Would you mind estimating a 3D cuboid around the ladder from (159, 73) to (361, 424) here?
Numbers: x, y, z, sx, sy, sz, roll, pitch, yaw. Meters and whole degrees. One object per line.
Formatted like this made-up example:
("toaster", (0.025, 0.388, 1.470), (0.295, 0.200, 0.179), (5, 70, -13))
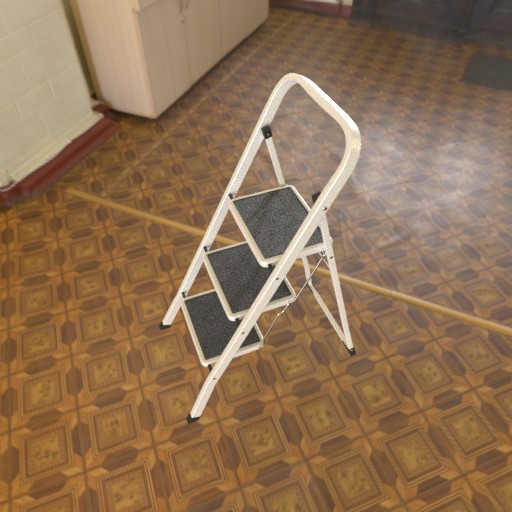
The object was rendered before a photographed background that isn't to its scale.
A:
("ladder", (0.000, 0.000, 1.457), (0.711, 1.050, 0.460), (-16, 49, -15))
